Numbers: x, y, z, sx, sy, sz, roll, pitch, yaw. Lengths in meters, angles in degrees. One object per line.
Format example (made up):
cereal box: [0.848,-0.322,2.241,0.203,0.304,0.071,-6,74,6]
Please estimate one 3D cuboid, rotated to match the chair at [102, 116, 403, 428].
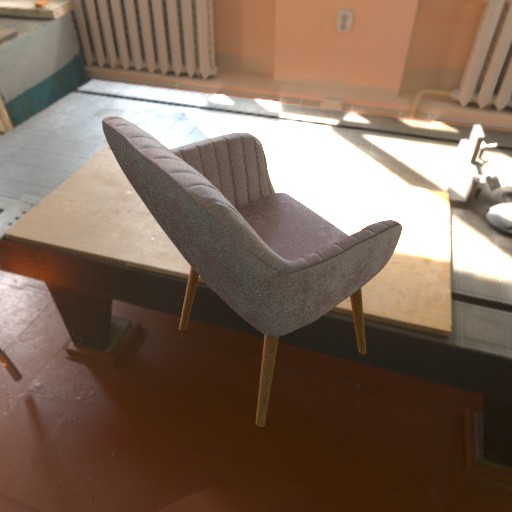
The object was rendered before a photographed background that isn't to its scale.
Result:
chair: [0.000,0.000,1.230,0.570,0.832,0.610,-27,48,-27]
